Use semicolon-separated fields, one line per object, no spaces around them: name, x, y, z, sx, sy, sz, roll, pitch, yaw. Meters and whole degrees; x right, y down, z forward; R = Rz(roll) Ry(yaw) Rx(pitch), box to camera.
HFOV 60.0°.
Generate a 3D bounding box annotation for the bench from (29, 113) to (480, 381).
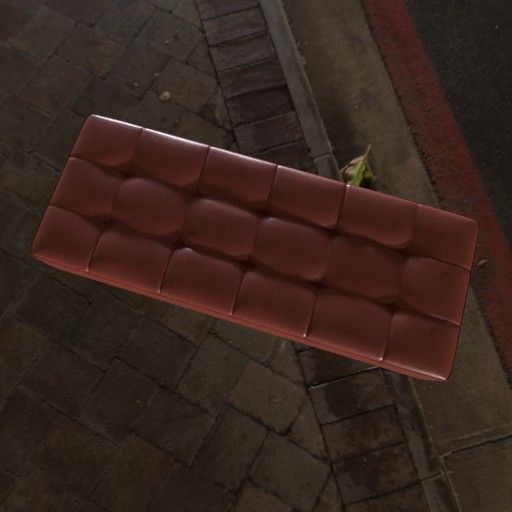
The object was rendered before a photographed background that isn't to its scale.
bench;0.000;0.000;1.344;1.105;0.460;0.432;16;77;4
